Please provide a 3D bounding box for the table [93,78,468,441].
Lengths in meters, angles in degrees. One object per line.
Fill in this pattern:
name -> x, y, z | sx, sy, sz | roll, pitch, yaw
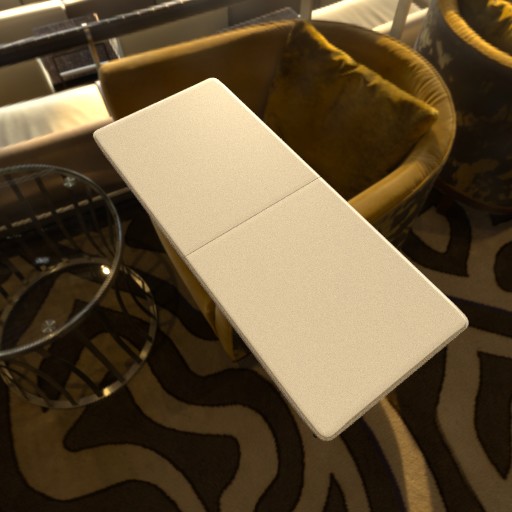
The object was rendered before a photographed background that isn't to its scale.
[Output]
table -> 0.000, 0.000, 2.293 | 0.761, 0.719, 1.829 | -32, 64, -18
